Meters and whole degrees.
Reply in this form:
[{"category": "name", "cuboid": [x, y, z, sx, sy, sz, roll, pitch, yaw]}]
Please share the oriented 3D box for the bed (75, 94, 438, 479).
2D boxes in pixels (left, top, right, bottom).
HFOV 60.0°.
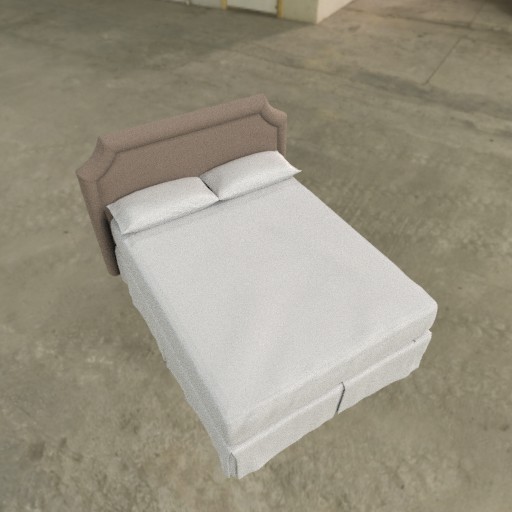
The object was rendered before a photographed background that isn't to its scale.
[{"category": "bed", "cuboid": [0.000, 0.000, 3.212, 1.828, 1.303, 2.164, -23, 49, -22]}]
